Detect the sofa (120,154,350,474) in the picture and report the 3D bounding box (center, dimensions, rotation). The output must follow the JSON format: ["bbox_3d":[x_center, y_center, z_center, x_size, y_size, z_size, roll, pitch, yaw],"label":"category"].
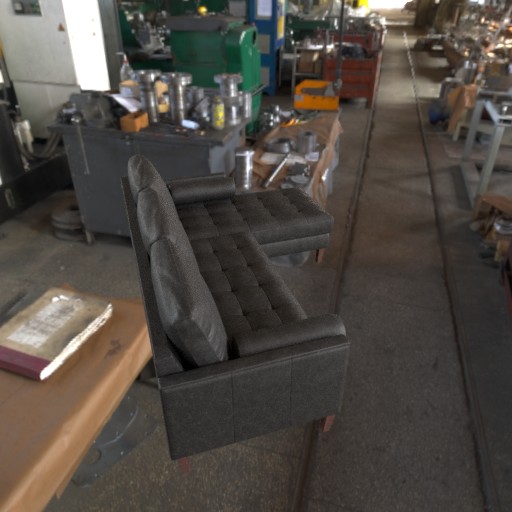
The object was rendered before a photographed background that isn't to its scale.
[{"bbox_3d":[0.000,0.000,2.855,1.497,0.876,2.178,-10,33,-15],"label":"sofa"}]
